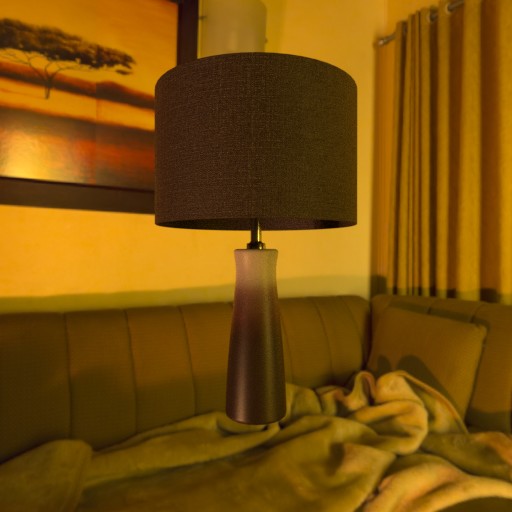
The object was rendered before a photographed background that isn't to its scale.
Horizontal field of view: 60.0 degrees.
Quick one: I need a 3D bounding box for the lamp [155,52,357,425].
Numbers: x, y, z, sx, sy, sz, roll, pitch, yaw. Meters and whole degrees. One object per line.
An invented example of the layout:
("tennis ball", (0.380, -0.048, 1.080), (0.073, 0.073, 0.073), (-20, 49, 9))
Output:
("lamp", (0.000, 0.000, 0.680), (0.303, 0.488, 0.303), (0, 0, 0))
